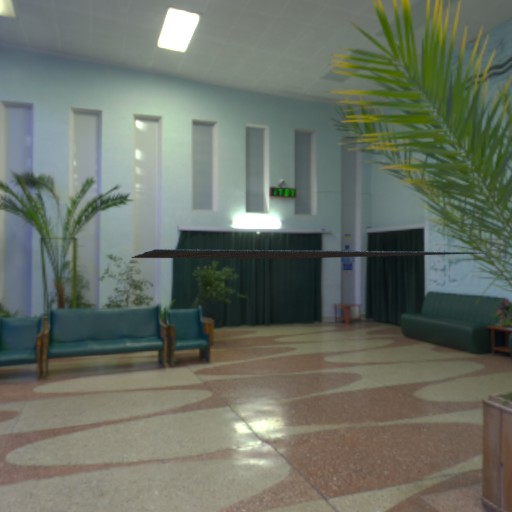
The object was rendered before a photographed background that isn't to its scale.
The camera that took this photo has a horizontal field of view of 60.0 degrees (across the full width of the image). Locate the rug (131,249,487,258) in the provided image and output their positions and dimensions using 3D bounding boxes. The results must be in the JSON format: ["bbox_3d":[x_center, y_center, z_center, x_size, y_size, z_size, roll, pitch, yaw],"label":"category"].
[{"bbox_3d":[0.000,0.000,4.206,2.190,0.008,3.371,0,-1,-18],"label":"rug"}]
